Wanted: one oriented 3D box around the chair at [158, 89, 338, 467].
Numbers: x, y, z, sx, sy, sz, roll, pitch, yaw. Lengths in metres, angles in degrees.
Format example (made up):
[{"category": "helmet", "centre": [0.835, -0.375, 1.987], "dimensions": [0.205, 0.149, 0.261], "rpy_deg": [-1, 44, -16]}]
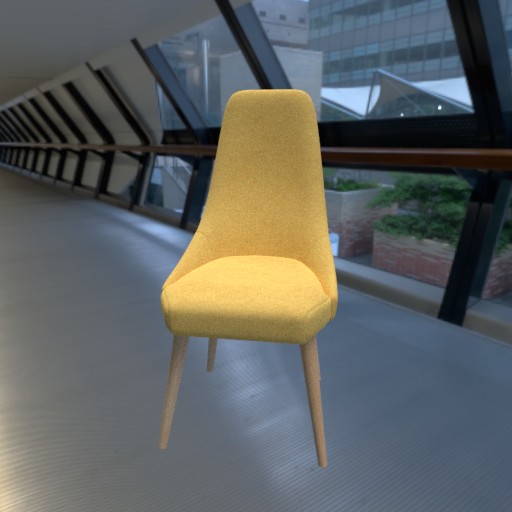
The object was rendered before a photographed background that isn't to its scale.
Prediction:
[{"category": "chair", "centre": [0.000, 0.000, 1.400], "dimensions": [0.510, 1.040, 0.660], "rpy_deg": [2, 16, 9]}]
